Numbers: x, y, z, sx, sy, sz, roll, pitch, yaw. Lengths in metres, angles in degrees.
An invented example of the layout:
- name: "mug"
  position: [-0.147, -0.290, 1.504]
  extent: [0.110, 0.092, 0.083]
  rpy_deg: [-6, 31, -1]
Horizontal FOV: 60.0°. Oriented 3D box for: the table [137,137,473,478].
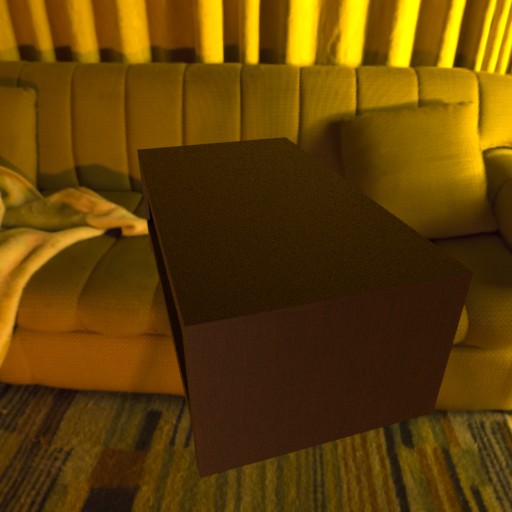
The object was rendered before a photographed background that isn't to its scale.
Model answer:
- name: "table"
  position: [0.000, 0.000, 1.396]
  extent: [0.597, 0.424, 1.099]
  rpy_deg: [-9, 31, -15]
